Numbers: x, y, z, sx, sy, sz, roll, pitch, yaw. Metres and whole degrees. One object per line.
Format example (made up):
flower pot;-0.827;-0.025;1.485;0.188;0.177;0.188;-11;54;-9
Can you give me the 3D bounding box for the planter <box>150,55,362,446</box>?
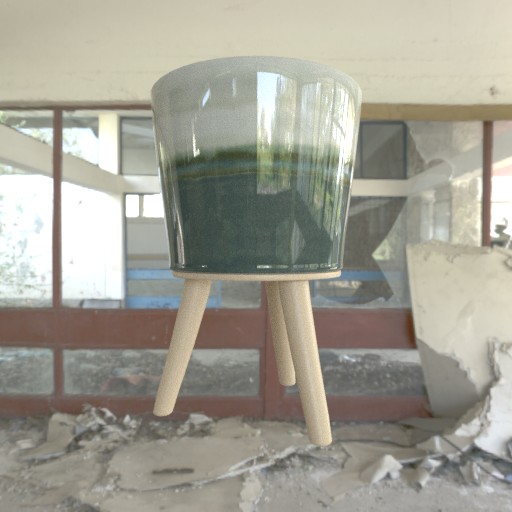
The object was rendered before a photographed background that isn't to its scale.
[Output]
planter;0.000;0.000;0.469;0.217;0.331;0.217;1;1;37
